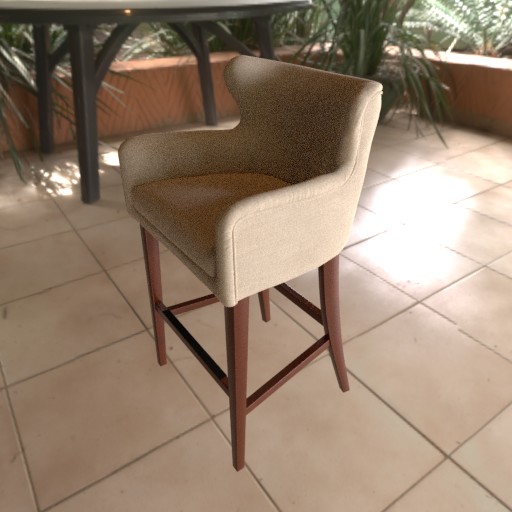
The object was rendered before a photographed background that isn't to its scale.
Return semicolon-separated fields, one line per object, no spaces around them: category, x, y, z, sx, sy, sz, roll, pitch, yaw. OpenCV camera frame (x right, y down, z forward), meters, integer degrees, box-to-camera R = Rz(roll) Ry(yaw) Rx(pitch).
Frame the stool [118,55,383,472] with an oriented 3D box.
stool;0.000;0.000;1.330;0.563;1.034;0.556;-21;38;-30
